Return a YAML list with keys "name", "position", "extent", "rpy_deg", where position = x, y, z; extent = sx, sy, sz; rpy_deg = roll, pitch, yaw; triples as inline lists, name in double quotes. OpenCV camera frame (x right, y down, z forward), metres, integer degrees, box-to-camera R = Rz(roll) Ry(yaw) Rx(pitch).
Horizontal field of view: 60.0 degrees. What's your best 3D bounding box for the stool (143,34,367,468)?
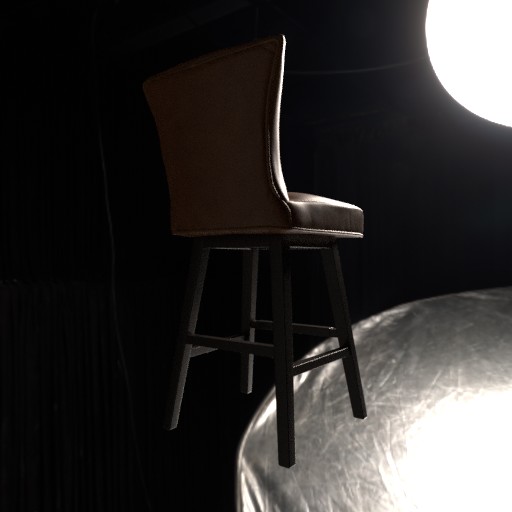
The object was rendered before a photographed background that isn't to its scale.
- name: "stool"
  position: [0.000, 0.000, 1.419]
  extent: [0.522, 1.094, 0.585]
  rpy_deg: [0, 0, 35]
